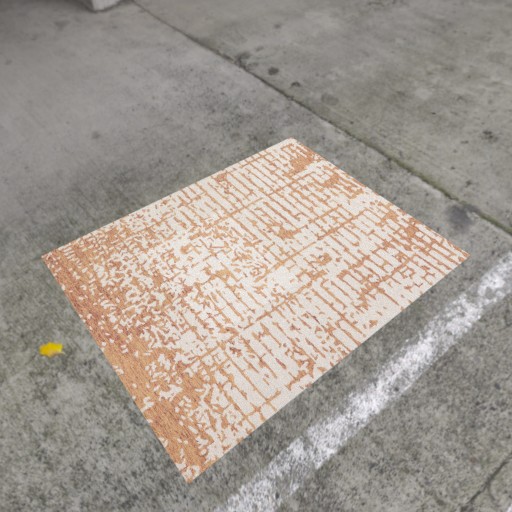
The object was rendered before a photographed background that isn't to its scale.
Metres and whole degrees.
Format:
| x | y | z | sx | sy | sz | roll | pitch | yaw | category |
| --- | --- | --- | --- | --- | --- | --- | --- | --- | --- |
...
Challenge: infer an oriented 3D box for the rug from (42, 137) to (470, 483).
| x | y | z | sx | sy | sz | roll | pitch | yaw | category |
| --- | --- | --- | --- | --- | --- | --- | --- | --- | --- |
| 0.000 | 0.000 | 4.032 | 3.050 | 0.011 | 2.441 | -31 | 55 | -25 | rug |
